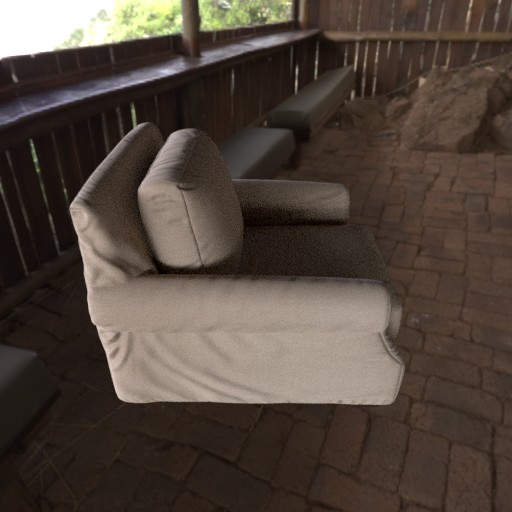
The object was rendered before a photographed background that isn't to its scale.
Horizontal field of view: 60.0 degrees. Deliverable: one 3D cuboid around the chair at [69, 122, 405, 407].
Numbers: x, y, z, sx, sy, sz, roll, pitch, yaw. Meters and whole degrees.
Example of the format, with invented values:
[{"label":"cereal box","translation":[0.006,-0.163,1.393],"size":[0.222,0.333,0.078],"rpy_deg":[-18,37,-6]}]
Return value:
[{"label":"chair","translation":[0.000,0.000,1.748],"size":[1.066,0.866,0.940],"rpy_deg":[0,32,1]}]
